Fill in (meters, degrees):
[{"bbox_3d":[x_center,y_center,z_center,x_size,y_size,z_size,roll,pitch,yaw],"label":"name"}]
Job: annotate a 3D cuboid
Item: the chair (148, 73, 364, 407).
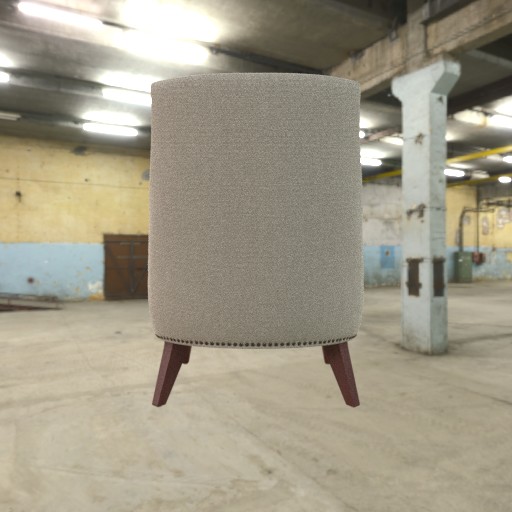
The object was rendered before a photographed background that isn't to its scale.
[{"bbox_3d":[0.000,0.000,1.505,0.701,0.909,0.861,0,-1,0],"label":"chair"}]
